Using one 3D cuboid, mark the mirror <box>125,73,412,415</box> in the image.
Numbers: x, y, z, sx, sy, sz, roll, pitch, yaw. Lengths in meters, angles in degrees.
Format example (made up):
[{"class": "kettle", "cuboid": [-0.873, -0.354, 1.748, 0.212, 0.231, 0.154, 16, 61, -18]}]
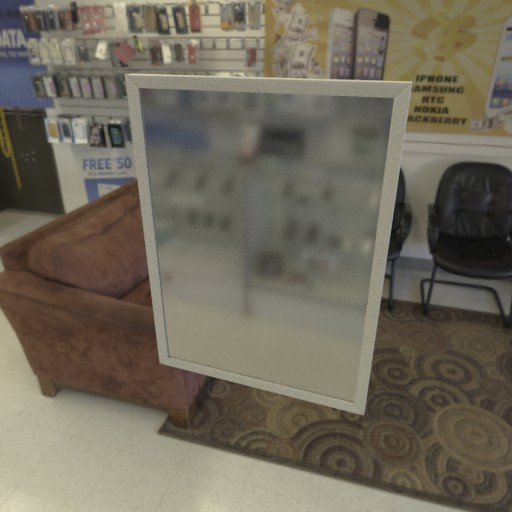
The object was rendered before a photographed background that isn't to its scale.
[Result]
[{"class": "mirror", "cuboid": [0.000, 0.000, 1.357, 0.762, 1.016, 0.040, 9, 28, 18]}]
